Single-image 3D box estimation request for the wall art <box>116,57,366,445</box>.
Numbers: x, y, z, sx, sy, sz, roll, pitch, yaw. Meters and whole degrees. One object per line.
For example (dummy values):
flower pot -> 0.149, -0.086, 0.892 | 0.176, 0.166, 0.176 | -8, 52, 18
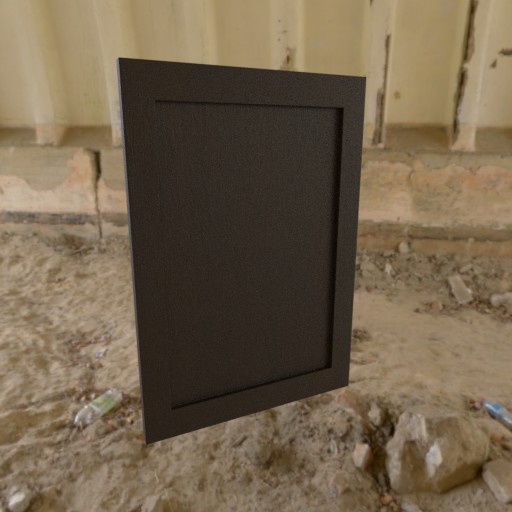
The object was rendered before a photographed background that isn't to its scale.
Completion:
wall art -> 0.000, 0.000, 0.655 | 0.359, 0.513, 0.017 | -7, 16, -25
